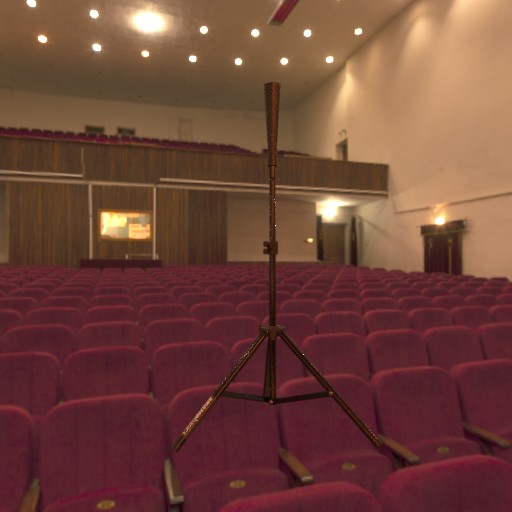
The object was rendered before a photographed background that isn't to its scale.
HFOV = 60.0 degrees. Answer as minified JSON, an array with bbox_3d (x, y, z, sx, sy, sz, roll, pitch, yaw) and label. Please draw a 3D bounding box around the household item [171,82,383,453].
[{"bbox_3d":[0.000,0.000,1.400,0.559,1.067,0.559,0,-2,-18],"label":"household item"}]
